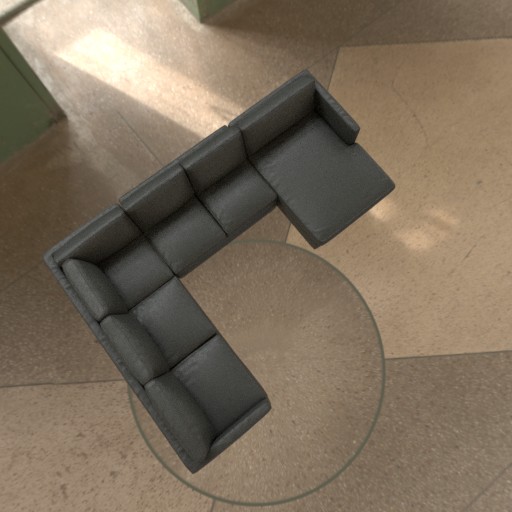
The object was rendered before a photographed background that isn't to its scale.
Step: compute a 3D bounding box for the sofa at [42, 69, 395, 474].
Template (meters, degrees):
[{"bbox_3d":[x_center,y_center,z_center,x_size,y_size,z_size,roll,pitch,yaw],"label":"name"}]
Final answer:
[{"bbox_3d":[0.000,0.000,4.654,3.460,0.923,2.593,-37,79,-8],"label":"sofa"}]
